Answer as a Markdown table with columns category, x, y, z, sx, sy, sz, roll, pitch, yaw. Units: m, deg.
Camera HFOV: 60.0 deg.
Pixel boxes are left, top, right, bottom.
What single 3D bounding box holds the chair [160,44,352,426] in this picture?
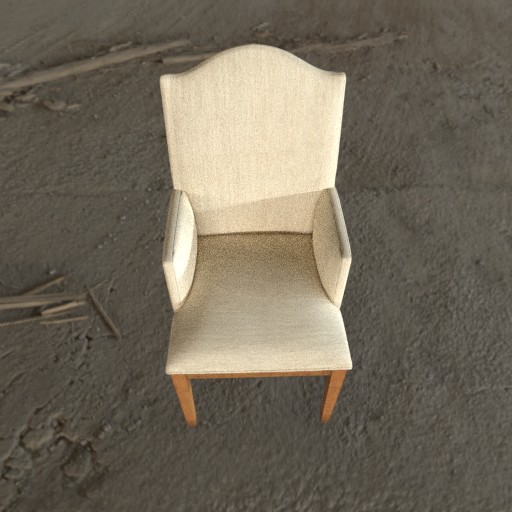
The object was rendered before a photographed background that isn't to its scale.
| category | x | y | z | sx | sy | sz | roll | pitch | yaw |
| --- | --- | --- | --- | --- | --- | --- | --- | --- | --- |
| chair | 0.000 | 0.000 | 1.351 | 0.533 | 1.016 | 0.641 | -1 | 48 | -1 |
